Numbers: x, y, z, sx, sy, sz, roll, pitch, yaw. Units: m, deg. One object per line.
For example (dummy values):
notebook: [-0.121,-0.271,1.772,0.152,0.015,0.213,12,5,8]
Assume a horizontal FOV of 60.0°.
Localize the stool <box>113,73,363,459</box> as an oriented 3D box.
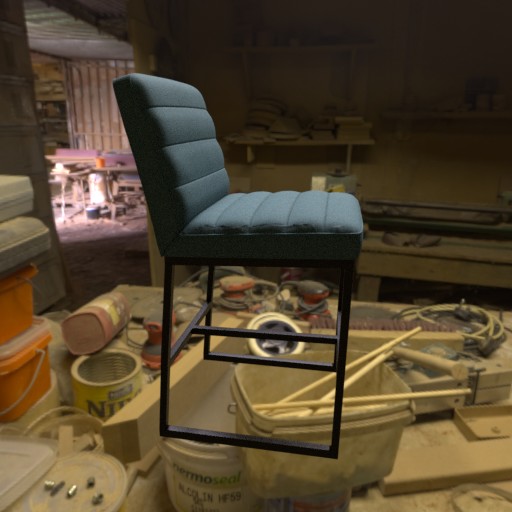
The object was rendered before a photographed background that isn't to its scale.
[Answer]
stool: [0.000,0.000,1.255,0.560,0.940,0.460,3,17,10]
